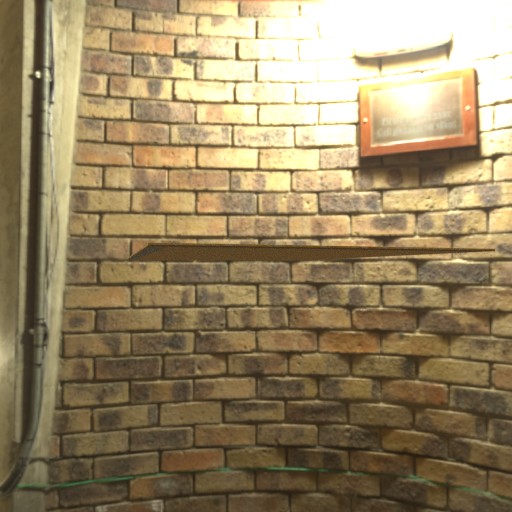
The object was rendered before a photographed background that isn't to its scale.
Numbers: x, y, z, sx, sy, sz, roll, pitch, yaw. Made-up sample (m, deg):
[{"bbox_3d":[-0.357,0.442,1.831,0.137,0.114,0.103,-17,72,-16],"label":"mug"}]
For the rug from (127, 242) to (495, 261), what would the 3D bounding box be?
[{"bbox_3d":[0.000,0.000,2.262,1.213,0.010,1.829,1,-2,-18],"label":"rug"}]
